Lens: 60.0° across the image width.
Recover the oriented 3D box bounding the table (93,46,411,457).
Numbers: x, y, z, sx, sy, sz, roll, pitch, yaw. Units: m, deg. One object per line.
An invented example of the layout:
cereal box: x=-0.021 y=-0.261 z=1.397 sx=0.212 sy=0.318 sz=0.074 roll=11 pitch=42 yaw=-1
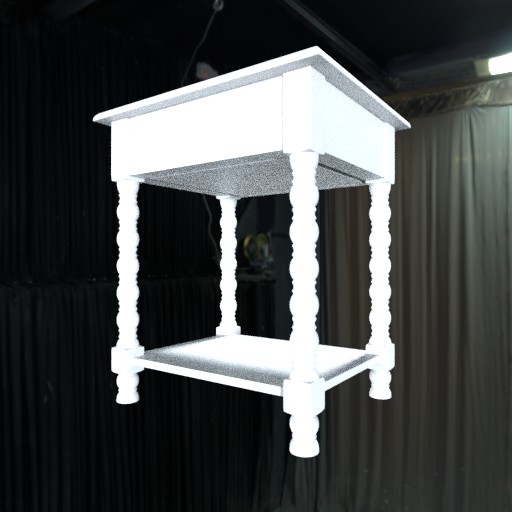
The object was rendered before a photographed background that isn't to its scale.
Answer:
table: x=0.000 y=0.000 z=0.829 sx=0.460 sy=0.531 sz=0.381 roll=0 pitch=0 yaw=35
